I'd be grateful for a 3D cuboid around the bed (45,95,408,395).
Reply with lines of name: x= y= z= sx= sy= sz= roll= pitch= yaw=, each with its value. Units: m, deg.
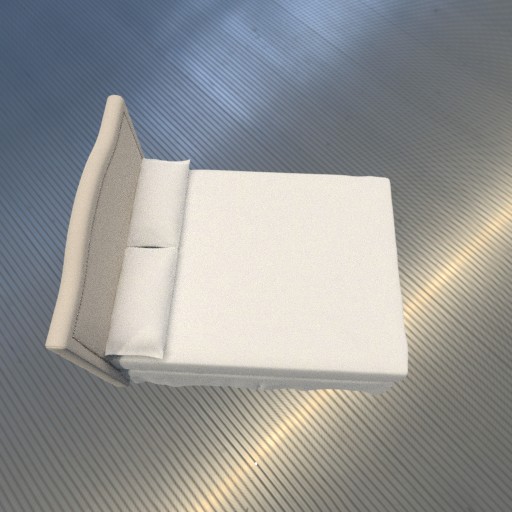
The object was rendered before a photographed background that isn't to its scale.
bed: x=0.000 y=0.000 z=3.212 sx=2.143 sy=1.460 sz=1.753 roll=3 pitch=65 yaw=1
